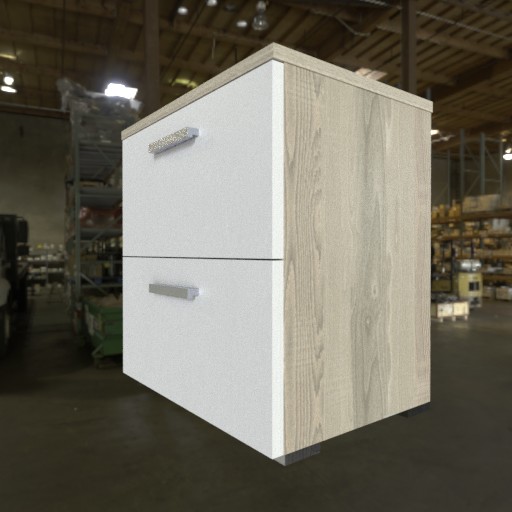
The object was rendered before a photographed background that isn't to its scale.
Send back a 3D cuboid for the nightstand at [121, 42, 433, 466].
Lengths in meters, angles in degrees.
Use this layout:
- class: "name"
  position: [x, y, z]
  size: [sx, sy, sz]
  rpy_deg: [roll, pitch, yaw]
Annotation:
- class: "nightstand"
  position: [0.000, 0.000, 0.739]
  size: [0.325, 0.461, 0.442]
  rpy_deg: [0, 1, -37]
